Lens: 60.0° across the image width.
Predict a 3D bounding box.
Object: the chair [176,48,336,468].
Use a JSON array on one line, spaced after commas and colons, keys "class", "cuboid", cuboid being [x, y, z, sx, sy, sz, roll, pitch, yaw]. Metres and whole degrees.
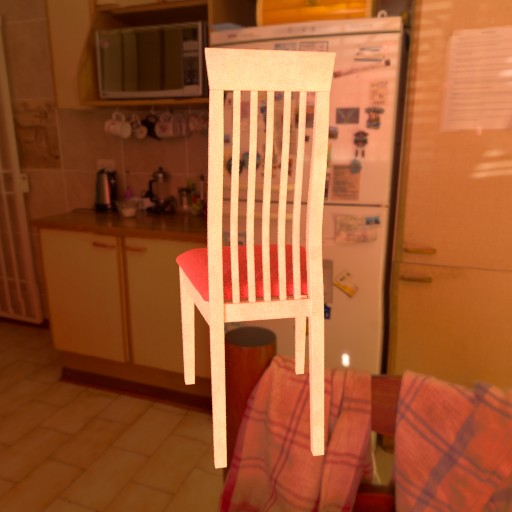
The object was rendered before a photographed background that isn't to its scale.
[{"class": "chair", "cuboid": [0.000, 0.000, 1.283, 0.460, 1.027, 0.474, -3, 15, -10]}]
